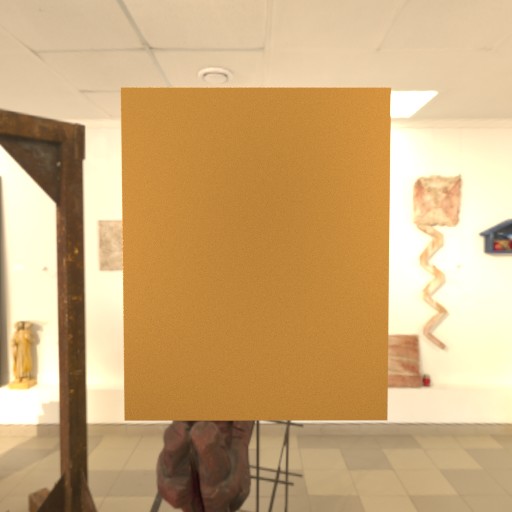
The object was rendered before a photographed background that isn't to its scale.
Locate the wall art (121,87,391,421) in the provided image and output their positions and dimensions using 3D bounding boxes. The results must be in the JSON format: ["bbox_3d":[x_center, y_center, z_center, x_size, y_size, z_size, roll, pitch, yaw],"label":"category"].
[{"bbox_3d":[0.000,0.000,1.031,0.610,0.762,0.038,0,2,0],"label":"wall art"}]
